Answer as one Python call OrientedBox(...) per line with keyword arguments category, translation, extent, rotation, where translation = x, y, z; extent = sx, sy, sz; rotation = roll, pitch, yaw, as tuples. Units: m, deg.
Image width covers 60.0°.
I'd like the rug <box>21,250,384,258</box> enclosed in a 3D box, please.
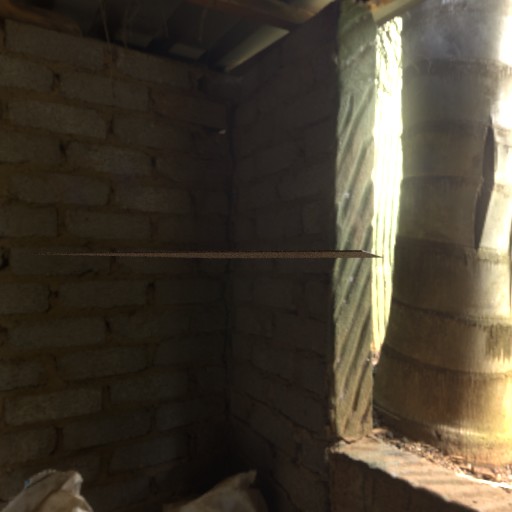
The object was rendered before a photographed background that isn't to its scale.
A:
OrientedBox(category="rug", translation=(0.000, 0.000, 2.301), extent=(1.219, 0.005, 1.829), rotation=(0, -1, 18))
